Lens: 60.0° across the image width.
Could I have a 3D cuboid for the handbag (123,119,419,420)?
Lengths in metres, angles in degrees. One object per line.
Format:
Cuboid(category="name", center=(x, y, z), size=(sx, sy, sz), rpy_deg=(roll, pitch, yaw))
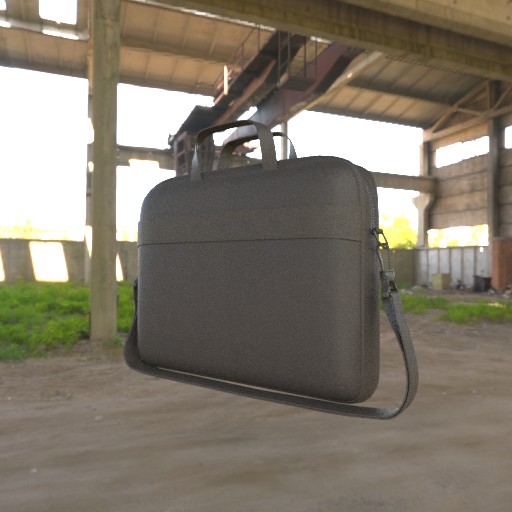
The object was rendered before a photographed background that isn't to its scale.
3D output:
Cuboid(category="handbag", center=(0.000, 0.000, 0.585), size=(0.429, 0.330, 0.126), rpy_deg=(-1, -1, 35))
